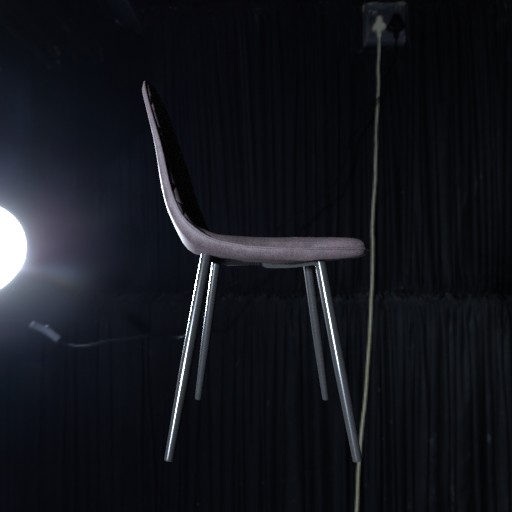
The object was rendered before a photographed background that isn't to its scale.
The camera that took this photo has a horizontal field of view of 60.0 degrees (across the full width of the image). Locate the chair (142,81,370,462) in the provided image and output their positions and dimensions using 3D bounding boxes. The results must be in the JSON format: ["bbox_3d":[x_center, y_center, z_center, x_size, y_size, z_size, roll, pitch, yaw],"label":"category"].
[{"bbox_3d":[0.000,0.000,1.182,0.561,0.889,0.472,0,-2,0],"label":"chair"}]
